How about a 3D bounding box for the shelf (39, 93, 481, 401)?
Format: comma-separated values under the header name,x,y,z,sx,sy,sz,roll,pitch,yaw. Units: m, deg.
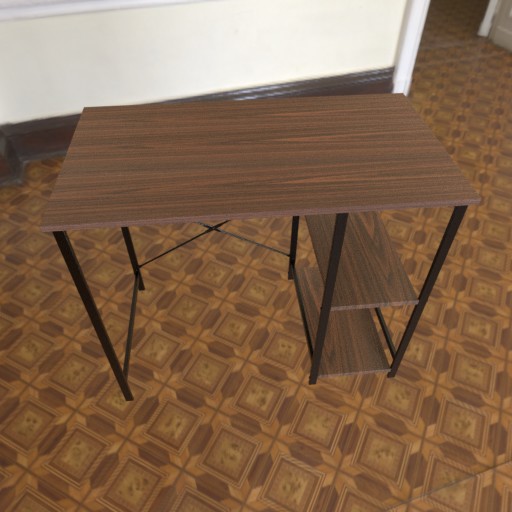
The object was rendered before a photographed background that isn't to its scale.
name,x,y,z,sx,sy,sz,roll,pitch,yaw
shelf,0.000,0.000,1.339,0.902,0.750,0.498,-4,45,-4
